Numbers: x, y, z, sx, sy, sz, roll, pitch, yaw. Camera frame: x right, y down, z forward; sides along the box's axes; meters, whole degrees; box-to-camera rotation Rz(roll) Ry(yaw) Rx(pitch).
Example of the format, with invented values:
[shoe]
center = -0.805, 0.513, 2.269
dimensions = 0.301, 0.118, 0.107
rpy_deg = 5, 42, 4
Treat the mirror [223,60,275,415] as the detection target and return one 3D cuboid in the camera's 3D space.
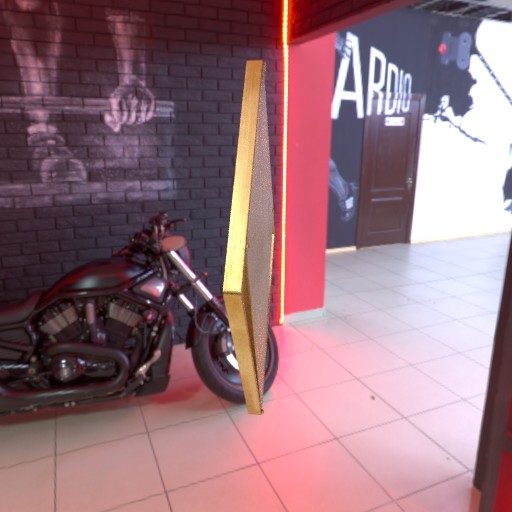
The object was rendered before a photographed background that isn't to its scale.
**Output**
[mirror]
center = 0.000, 0.000, 0.830
dimensions = 0.032, 0.679, 0.419
rpy_deg = 2, 15, 9
